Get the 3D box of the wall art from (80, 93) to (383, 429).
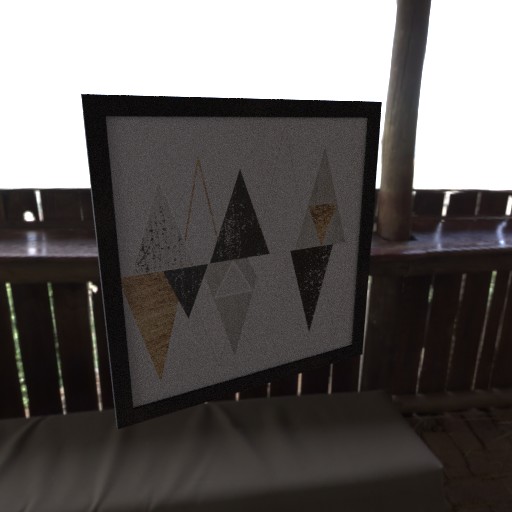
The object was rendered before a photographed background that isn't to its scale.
[{"bbox_3d":[0.000,0.000,1.225,0.823,0.823,0.013,-9,19,-27],"label":"wall art"}]
